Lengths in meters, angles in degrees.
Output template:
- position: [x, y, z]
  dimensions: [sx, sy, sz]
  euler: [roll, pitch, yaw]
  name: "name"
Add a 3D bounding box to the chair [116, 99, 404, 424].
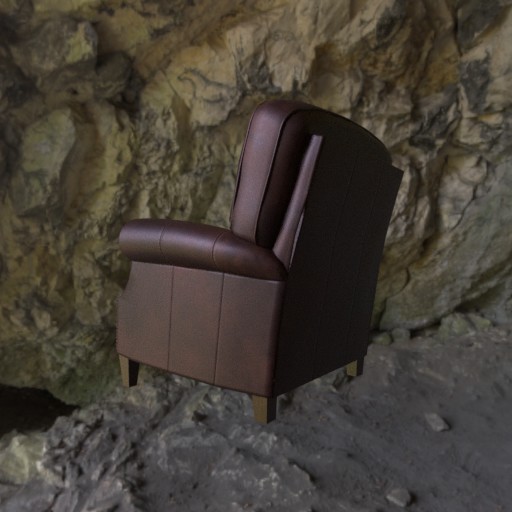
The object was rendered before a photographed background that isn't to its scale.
- position: [0.000, 0.000, 1.804]
  dimensions: [0.986, 1.018, 0.936]
  euler: [0, 0, 37]
  name: "chair"
